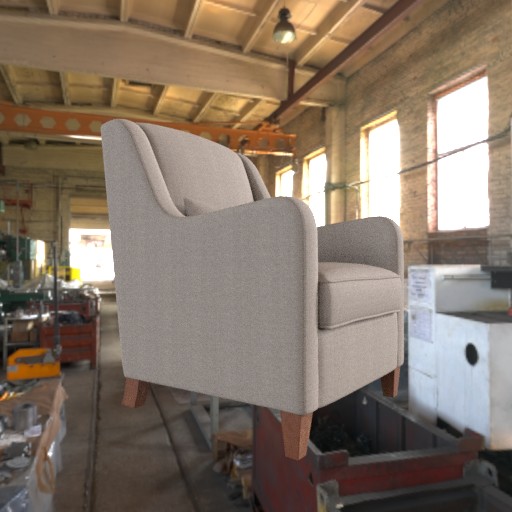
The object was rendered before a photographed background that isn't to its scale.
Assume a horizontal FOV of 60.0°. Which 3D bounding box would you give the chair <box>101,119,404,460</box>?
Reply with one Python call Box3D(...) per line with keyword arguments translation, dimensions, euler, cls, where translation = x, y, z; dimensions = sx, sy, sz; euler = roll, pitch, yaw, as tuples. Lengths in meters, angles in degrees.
Box3D(translation=(0.000, 0.000, 1.598), dimensions=(0.890, 1.017, 0.715), euler=(-1, -1, 38), cls="chair")
